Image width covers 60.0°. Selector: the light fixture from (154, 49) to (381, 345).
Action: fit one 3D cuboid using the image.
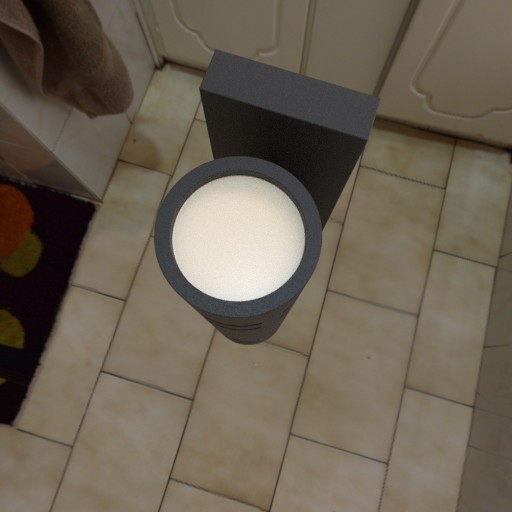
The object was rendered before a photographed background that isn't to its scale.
[{"bbox_3d":[0.000,0.000,0.405,0.105,0.330,0.149,18,77,4],"label":"light fixture"}]
